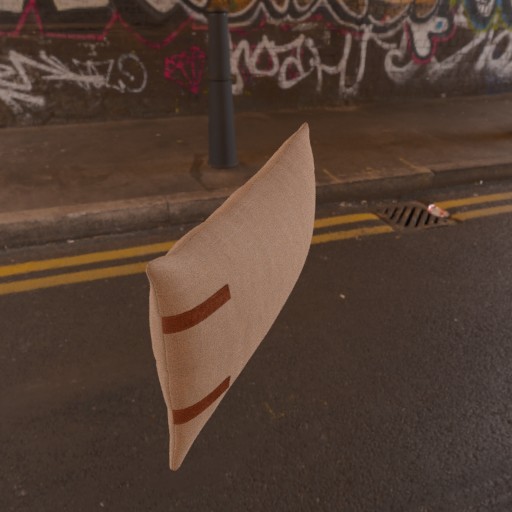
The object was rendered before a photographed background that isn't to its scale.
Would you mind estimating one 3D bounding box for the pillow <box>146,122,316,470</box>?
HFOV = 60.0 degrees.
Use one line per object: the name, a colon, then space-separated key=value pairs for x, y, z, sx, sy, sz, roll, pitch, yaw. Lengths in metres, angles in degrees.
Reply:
pillow: x=0.000 y=0.000 z=0.739 sx=0.148 sy=0.308 sz=0.612 roll=10 pitch=31 yaw=18
